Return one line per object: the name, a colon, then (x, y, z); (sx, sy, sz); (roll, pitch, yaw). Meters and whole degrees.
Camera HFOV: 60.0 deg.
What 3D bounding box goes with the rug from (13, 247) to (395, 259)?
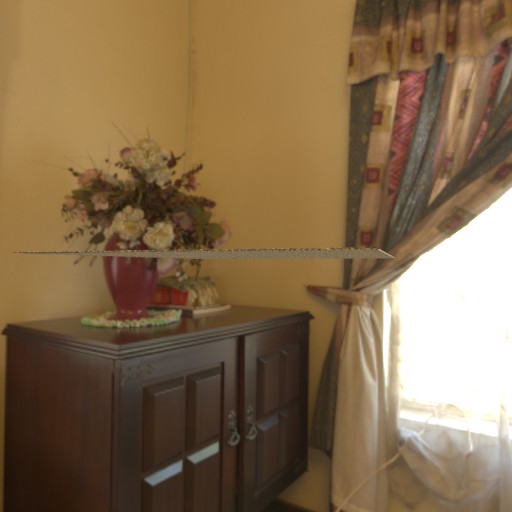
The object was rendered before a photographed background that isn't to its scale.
rug: (0.000, 0.000, 4.232); (2.464, 0.010, 3.327); (0, -1, 19)
